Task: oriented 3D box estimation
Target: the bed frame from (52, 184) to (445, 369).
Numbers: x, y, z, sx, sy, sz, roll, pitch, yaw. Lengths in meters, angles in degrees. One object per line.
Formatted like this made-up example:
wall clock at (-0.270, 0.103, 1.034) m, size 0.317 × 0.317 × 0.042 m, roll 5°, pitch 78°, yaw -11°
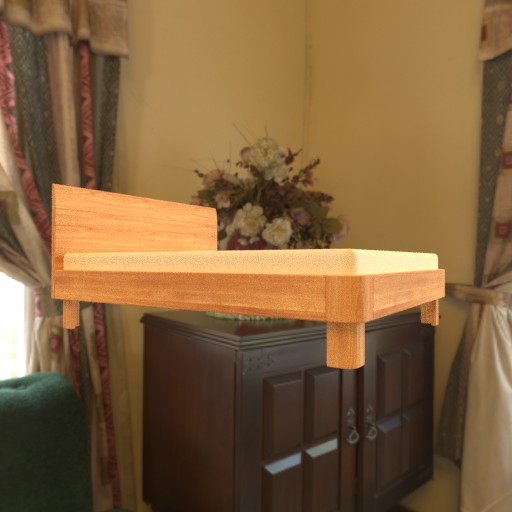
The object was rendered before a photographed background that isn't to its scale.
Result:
bed frame at (0.000, 0.000, 2.990) m, size 2.092 × 0.940 × 1.660 m, roll 0°, pitch -1°, yaw 34°
